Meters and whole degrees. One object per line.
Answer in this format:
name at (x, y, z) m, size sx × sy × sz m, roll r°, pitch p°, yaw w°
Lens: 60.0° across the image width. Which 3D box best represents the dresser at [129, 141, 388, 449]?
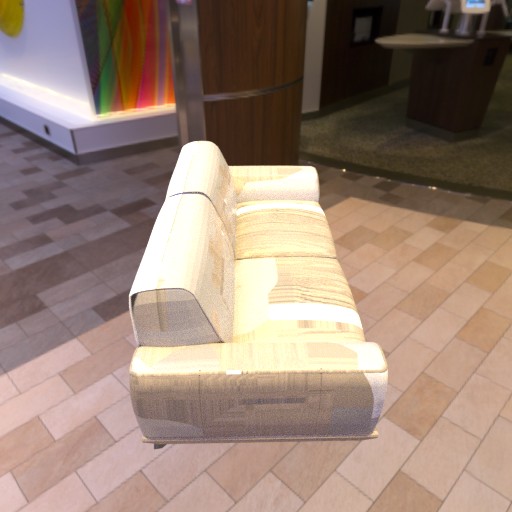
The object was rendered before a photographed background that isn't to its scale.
dresser at (0.000, 0.000, 5.726) m, size 2.251 × 1.863 × 4.679 m, roll -1°, pitch 32°, yaw -1°
